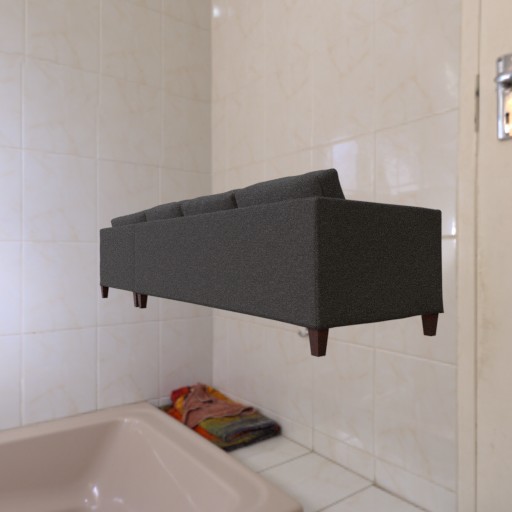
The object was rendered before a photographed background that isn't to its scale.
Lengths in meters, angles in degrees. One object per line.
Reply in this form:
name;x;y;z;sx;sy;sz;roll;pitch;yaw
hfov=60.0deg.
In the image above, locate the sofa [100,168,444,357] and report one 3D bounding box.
sofa;0.000;0.000;3.609;1.625;0.846;3.186;0;0;-35
